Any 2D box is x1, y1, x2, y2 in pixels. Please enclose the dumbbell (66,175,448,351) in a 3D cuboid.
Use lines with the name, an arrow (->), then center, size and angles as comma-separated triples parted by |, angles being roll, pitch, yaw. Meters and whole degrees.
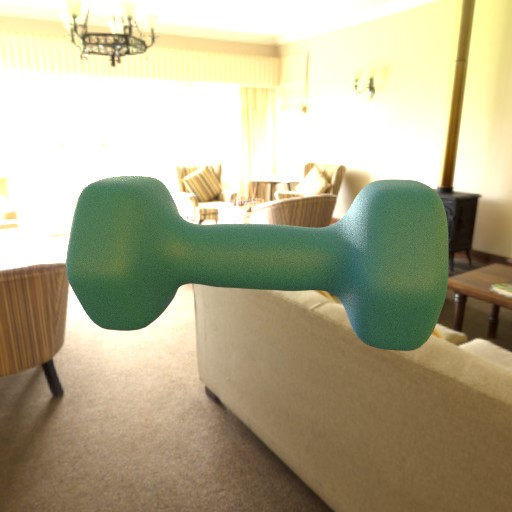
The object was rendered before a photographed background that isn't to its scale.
dumbbell -> 0.000, 0.000, 0.193 | 0.152, 0.066, 0.074 | 3, 16, 9
